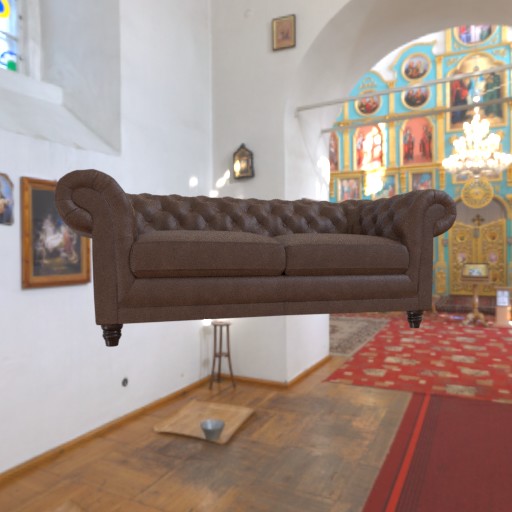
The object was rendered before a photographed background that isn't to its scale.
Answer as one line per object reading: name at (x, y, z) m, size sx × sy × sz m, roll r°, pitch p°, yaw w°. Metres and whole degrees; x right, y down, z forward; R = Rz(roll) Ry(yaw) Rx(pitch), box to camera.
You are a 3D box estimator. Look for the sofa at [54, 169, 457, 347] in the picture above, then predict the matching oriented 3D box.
sofa at (0.000, 0.000, 2.549) m, size 2.048 × 0.784 × 0.955 m, roll 0°, pitch 0°, yaw -18°
